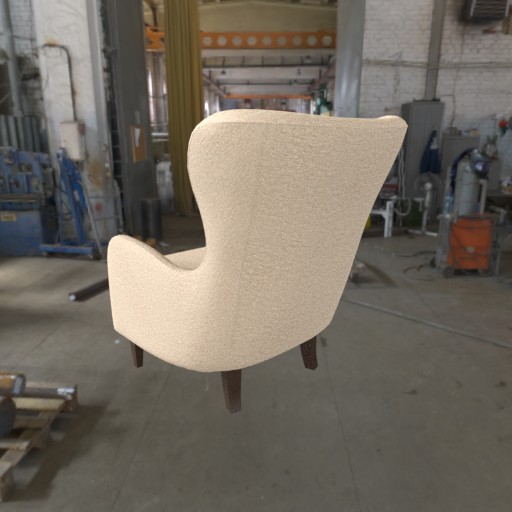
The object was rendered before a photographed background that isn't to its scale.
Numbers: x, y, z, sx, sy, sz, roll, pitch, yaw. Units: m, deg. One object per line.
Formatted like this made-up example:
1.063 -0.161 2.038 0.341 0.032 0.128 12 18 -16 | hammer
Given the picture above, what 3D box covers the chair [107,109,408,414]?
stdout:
0.000 0.000 1.762 0.861 1.064 0.984 -14 21 -41 | chair
